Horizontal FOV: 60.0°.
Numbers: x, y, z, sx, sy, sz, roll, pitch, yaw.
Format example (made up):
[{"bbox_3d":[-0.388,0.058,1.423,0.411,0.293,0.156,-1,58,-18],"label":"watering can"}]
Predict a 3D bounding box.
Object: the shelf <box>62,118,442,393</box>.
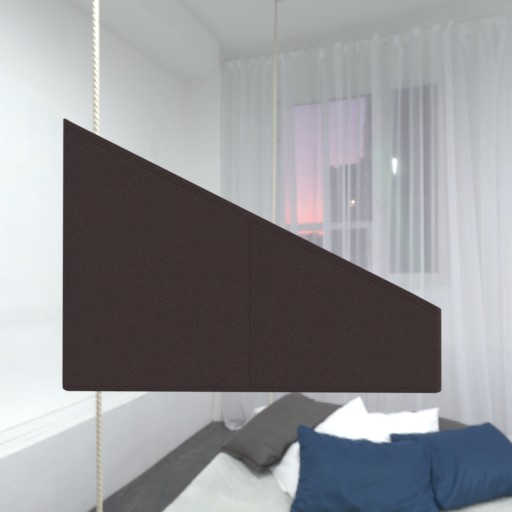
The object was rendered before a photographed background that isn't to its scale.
[{"bbox_3d":[0.000,0.000,0.479,0.292,0.210,0.292,0,-1,1],"label":"shelf"}]
